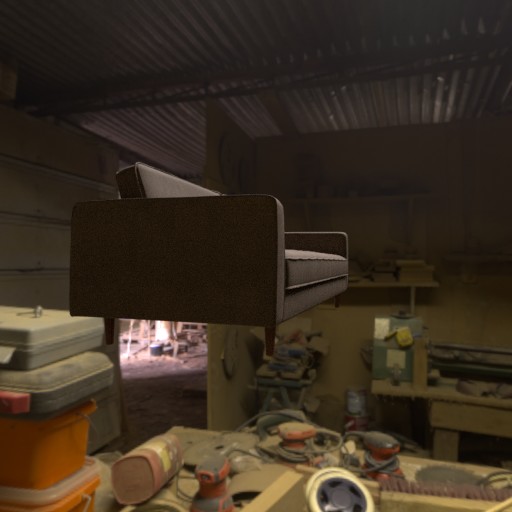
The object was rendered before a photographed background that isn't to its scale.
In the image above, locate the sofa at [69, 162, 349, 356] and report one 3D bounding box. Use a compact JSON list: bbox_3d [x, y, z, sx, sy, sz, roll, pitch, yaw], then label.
[{"bbox_3d":[0.000,0.000,2.773,0.923,0.813,2.295,0,-1,18],"label":"sofa"}]
